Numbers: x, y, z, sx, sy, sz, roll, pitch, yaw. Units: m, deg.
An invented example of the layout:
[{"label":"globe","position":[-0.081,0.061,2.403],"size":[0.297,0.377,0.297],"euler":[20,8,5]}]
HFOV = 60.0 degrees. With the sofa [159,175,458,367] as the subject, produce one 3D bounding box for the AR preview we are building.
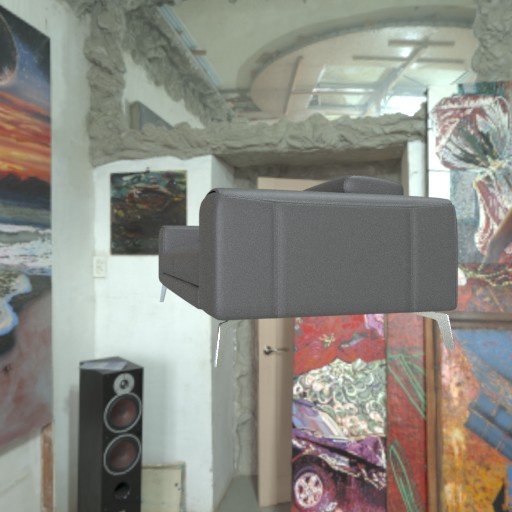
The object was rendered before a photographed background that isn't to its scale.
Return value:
[{"label":"sofa","position":[0.000,0.000,2.726],"size":[1.023,0.759,2.321],"euler":[0,0,-17]}]
